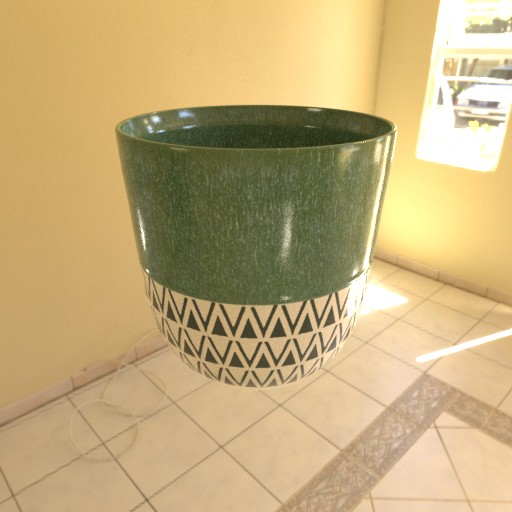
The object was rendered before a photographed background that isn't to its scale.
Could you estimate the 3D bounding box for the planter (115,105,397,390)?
[{"bbox_3d":[0.000,0.000,0.363,0.195,0.214,0.195,0,25,0],"label":"planter"}]
